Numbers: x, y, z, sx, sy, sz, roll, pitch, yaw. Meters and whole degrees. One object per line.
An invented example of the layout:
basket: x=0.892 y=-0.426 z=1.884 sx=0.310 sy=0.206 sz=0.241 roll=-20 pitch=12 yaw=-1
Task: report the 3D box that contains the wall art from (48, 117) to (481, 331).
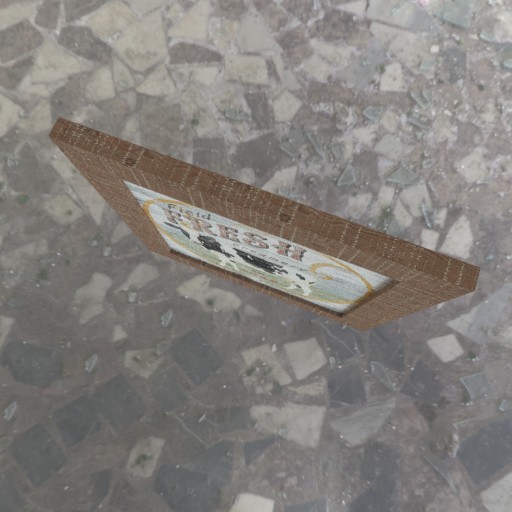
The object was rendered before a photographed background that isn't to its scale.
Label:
wall art: x=0.000 y=0.000 z=0.775 sx=0.531 sy=0.531 sz=0.029 roll=20 pitch=76 yaw=5
